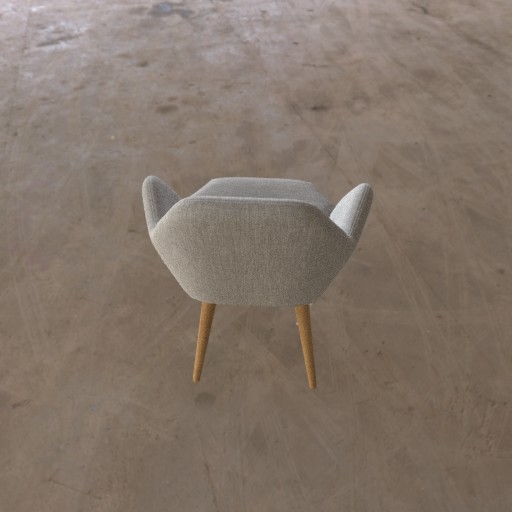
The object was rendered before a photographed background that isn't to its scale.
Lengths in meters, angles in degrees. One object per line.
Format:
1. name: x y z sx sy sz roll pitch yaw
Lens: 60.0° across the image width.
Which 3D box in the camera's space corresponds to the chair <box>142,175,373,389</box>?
1. chair: 0.000 0.000 1.255 0.590 0.840 0.610 2 46 2
